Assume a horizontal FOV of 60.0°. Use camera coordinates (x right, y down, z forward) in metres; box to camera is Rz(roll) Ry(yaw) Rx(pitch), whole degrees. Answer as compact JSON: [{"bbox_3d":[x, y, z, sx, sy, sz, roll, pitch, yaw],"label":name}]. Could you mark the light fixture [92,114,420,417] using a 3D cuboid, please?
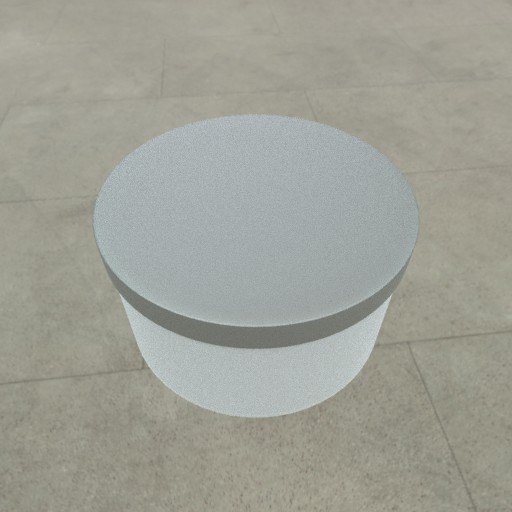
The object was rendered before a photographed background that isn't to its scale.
[{"bbox_3d":[0.000,0.000,0.630,0.393,0.229,0.393,0,47,0],"label":"light fixture"}]
